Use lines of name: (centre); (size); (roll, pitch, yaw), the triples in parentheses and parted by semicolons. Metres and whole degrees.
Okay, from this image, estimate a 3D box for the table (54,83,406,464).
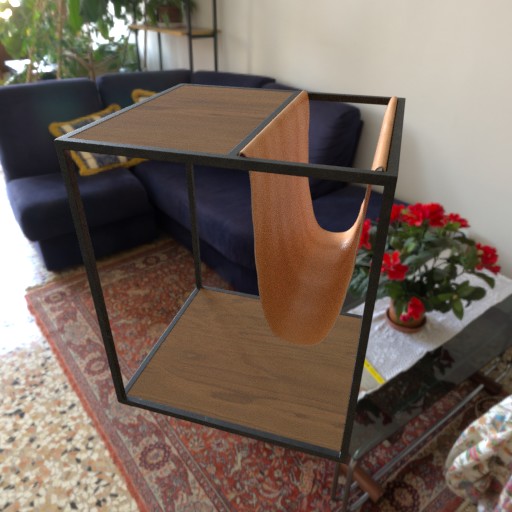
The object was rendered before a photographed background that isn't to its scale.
table: (0.000, 0.000, 0.844); (0.450, 0.536, 0.399); (9, 33, 14)
